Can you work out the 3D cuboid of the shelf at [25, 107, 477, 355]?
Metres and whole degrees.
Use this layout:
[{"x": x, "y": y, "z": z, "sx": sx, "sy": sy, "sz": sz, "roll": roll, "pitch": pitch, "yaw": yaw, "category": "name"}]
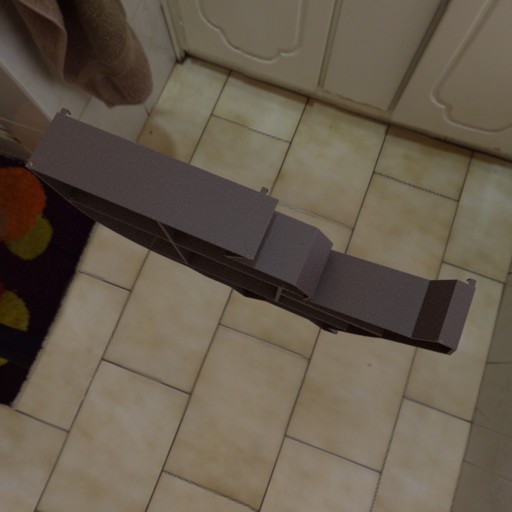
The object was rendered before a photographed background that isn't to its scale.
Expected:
[{"x": 0.000, "y": 0.000, "z": 0.877, "sx": 0.729, "sy": 0.439, "sz": 0.112, "roll": 22, "pitch": 77, "yaw": 5, "category": "shelf"}]
